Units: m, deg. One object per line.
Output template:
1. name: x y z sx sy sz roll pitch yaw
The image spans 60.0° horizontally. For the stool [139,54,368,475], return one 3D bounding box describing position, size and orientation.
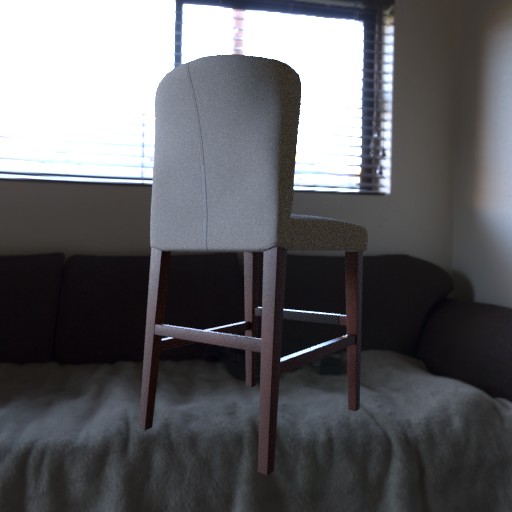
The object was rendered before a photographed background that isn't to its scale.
1. stool: 0.000 0.000 1.313 0.479 0.968 0.568 1 1 36
